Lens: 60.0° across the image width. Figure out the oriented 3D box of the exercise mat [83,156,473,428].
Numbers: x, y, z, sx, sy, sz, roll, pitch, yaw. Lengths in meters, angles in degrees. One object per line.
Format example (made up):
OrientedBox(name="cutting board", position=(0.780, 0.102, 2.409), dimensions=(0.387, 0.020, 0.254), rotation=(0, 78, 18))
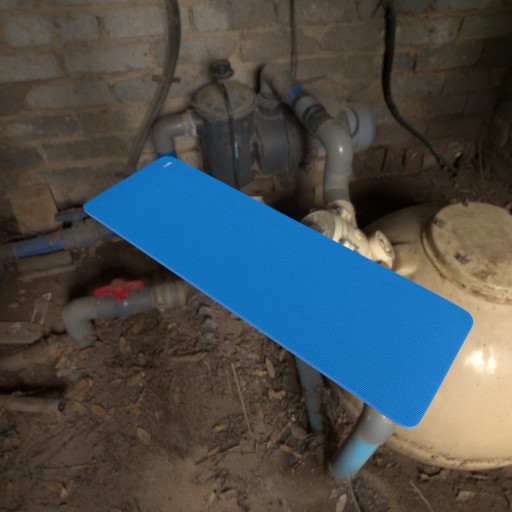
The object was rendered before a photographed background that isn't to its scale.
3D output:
OrientedBox(name="exercise mat", position=(0.000, 0.000, 2.067), dimensions=(1.869, 0.021, 0.616), rotation=(31, 54, 25))
